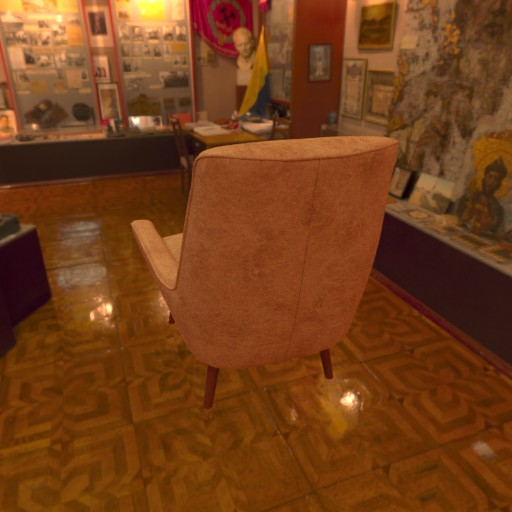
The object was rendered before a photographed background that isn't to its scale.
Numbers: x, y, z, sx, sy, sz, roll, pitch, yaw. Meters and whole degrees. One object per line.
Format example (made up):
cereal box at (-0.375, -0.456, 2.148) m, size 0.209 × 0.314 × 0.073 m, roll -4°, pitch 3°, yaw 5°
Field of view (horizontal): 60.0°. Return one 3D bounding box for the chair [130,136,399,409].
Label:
chair at (0.000, 0.000, 1.484) m, size 0.753 × 0.883 × 0.851 m, roll -8°, pitch 26°, yaw -17°
